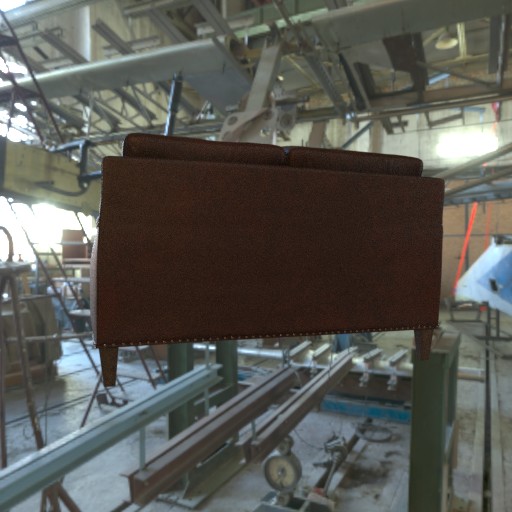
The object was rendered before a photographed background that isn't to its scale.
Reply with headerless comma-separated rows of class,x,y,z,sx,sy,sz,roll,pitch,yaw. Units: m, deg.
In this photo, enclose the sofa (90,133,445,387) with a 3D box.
sofa,0.000,0.000,2.317,1.628,1.003,1.083,0,0,-18
